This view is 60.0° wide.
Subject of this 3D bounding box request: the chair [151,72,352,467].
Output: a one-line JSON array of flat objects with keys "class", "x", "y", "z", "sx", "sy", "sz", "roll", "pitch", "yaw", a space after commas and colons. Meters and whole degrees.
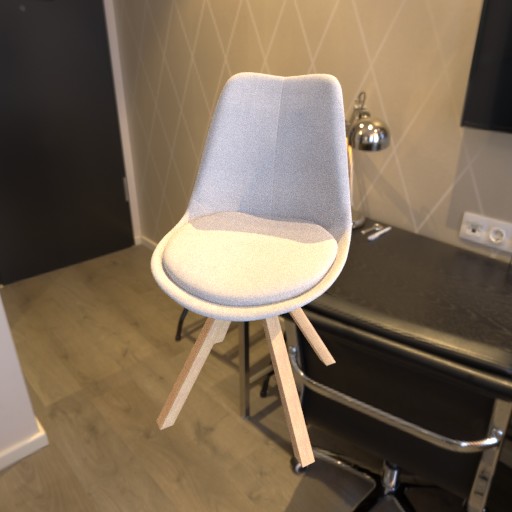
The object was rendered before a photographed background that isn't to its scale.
[{"class": "chair", "x": 0.000, "y": 0.000, "z": 1.168, "sx": 0.474, "sy": 0.863, "sz": 0.549, "roll": 8, "pitch": 27, "yaw": 16}]
